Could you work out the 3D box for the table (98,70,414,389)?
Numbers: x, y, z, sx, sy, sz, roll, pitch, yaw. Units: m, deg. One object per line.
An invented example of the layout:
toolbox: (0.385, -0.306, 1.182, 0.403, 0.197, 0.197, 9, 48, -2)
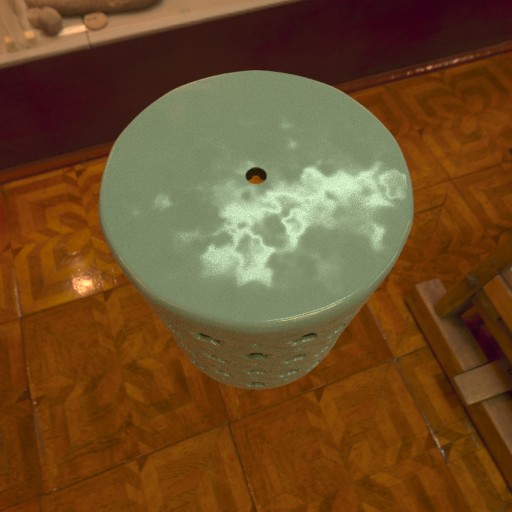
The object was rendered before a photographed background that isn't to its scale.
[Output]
table: (0.000, 0.000, 0.659, 0.352, 0.387, 0.352, 0, 63, 0)
